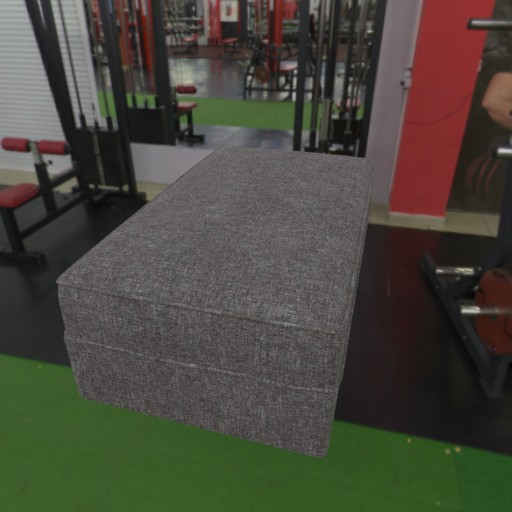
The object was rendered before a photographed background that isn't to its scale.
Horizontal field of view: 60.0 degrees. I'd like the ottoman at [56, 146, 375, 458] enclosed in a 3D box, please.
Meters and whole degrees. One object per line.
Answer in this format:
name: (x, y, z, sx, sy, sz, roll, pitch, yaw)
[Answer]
ottoman: (0.000, 0.000, 1.538, 0.717, 0.487, 1.184, 8, 31, 14)
